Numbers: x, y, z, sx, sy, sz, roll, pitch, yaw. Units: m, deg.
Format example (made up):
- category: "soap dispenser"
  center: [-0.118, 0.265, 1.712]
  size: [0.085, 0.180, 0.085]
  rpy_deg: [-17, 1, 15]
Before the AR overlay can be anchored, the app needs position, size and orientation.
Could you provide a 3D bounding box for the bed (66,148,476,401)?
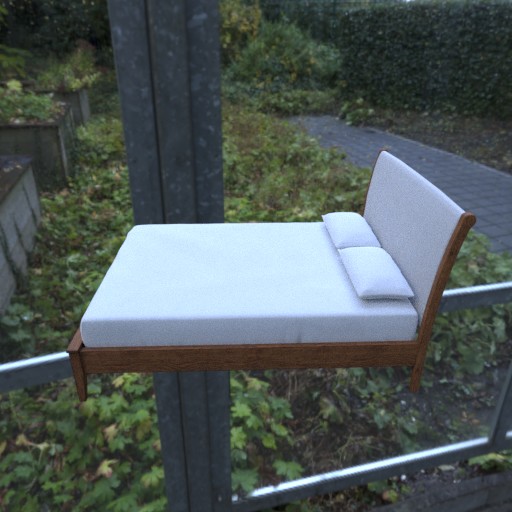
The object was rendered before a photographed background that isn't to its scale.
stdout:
- category: "bed"
  center: [0.000, 0.000, 3.014]
  size: [2.108, 1.135, 1.502]
  rpy_deg: [-1, 26, -2]
